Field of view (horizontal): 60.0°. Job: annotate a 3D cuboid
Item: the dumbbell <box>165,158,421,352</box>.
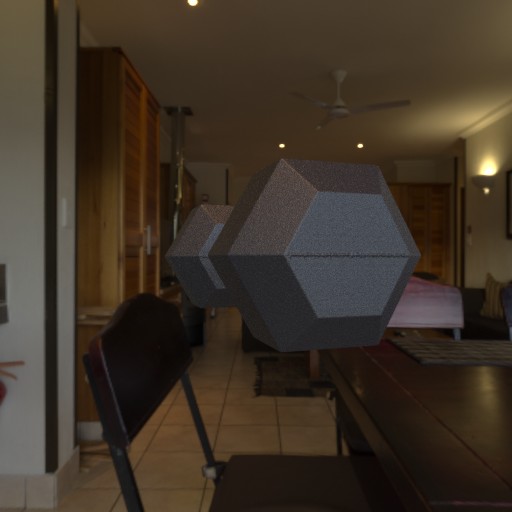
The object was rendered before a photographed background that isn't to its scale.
[{"bbox_3d":[0.000,0.000,0.329,0.106,0.092,0.272,0,0,-18],"label":"dumbbell"}]
